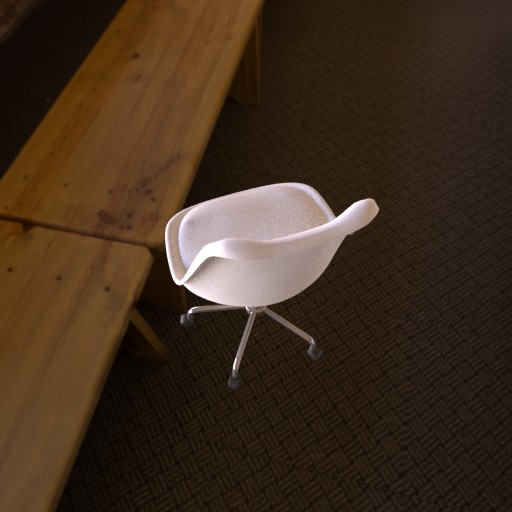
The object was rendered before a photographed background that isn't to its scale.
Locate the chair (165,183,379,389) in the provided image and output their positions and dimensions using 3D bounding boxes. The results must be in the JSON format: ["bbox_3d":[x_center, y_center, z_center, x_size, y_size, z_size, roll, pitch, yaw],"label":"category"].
[{"bbox_3d":[0.000,0.000,1.287,0.550,0.930,0.550,-16,60,-10],"label":"chair"}]
